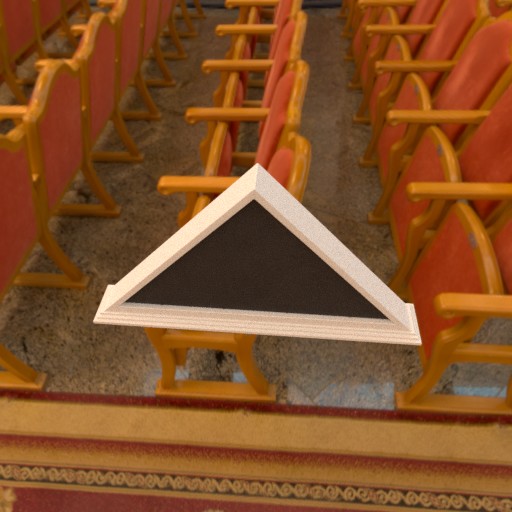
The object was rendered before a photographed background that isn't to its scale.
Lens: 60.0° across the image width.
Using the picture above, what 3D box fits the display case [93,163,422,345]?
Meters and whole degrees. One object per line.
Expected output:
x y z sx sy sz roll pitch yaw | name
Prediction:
0.000 0.000 0.775 0.640 0.340 0.095 3 46 3 | display case
